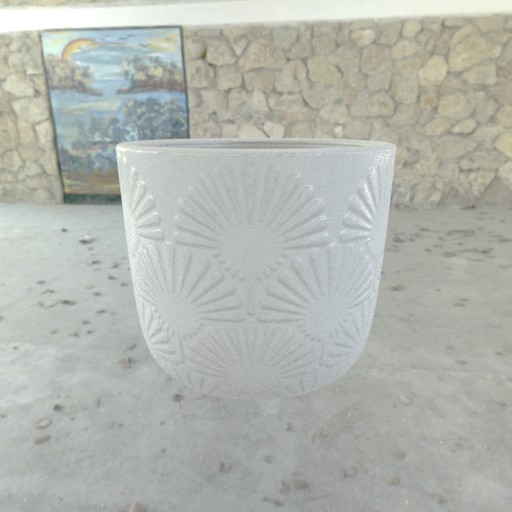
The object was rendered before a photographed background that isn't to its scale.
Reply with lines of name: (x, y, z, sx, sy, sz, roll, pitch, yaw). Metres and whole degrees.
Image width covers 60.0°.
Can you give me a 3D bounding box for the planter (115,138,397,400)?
planter: (0.000, 0.000, 0.219, 0.124, 0.109, 0.124, 0, 17, 0)
